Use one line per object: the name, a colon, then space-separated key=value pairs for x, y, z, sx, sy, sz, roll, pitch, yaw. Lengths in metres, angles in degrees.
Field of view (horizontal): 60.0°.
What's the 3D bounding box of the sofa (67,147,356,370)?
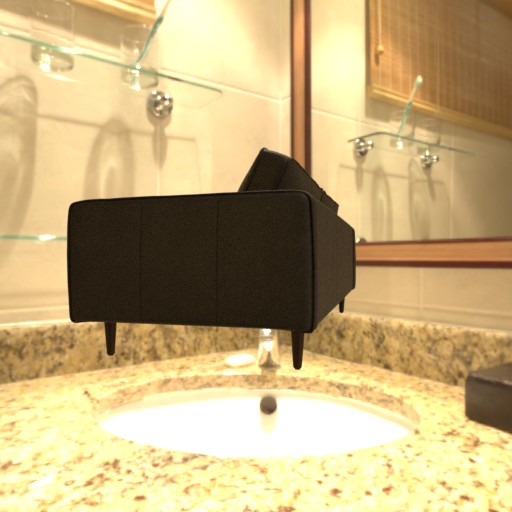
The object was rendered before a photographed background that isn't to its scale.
sofa: x=0.000 y=0.000 z=2.353 sx=0.921 sy=0.770 sz=1.879 roll=0 pitch=0 yaw=16
